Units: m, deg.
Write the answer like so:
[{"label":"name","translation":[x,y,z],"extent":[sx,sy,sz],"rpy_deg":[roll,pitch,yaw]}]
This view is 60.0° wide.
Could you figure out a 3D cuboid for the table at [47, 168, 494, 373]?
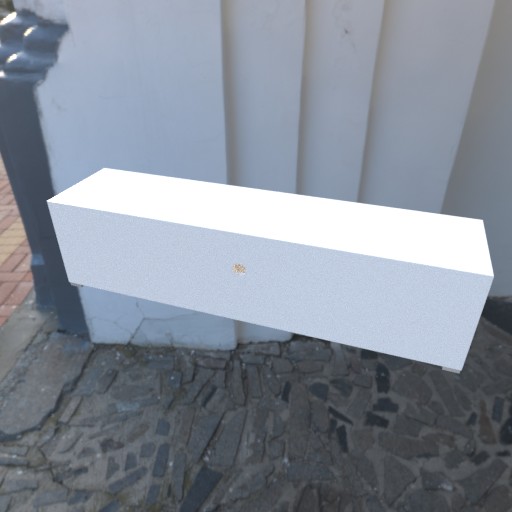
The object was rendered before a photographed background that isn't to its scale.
[{"label":"table","translation":[0.000,0.000,1.829],"extent":[1.650,0.420,0.390],"rpy_deg":[10,34,16]}]
